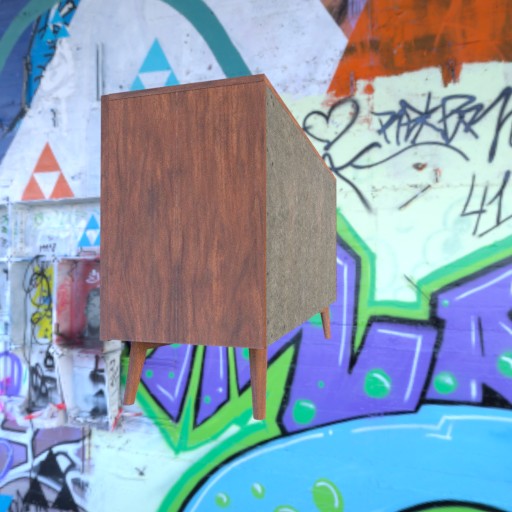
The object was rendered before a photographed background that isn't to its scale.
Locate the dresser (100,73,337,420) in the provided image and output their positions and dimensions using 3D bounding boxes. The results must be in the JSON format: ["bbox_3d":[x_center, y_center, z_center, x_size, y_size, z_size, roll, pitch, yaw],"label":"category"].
[{"bbox_3d":[0.000,0.000,1.878,0.500,0.889,1.472,0,-1,17],"label":"dresser"}]
